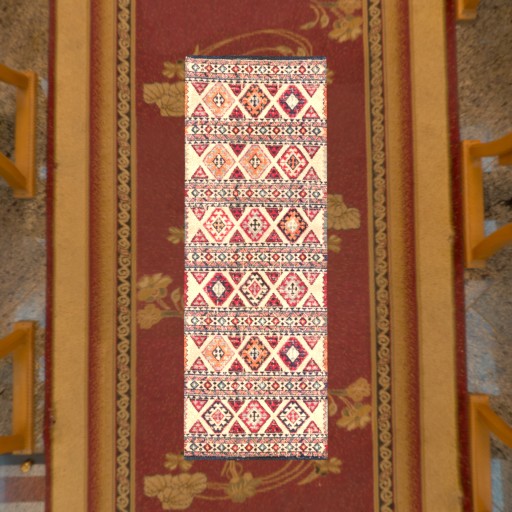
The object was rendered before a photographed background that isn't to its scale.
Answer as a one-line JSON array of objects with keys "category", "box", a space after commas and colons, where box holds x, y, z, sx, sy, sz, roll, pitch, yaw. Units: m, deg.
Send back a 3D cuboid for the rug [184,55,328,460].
[{"category": "rug", "box": [0.000, 0.000, 2.584, 0.832, 0.008, 2.362, 0, 89, -1]}]
